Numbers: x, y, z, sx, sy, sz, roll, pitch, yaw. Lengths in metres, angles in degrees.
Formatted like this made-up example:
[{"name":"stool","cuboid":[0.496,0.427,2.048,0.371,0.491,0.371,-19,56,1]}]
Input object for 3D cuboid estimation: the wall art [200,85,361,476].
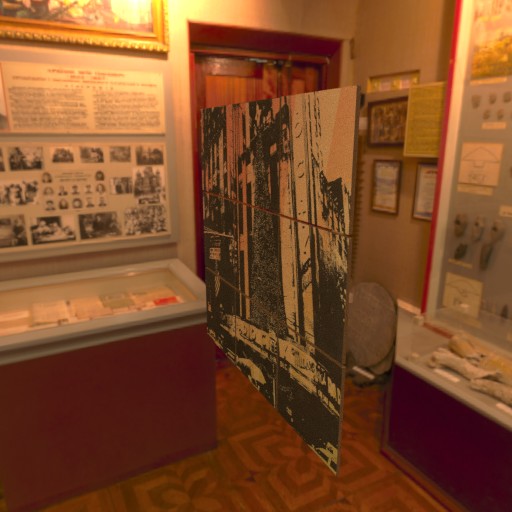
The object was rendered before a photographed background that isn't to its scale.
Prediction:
[{"name":"wall art","cuboid":[0.000,0.000,1.837,0.013,1.216,1.216,-7,17,-25]}]
